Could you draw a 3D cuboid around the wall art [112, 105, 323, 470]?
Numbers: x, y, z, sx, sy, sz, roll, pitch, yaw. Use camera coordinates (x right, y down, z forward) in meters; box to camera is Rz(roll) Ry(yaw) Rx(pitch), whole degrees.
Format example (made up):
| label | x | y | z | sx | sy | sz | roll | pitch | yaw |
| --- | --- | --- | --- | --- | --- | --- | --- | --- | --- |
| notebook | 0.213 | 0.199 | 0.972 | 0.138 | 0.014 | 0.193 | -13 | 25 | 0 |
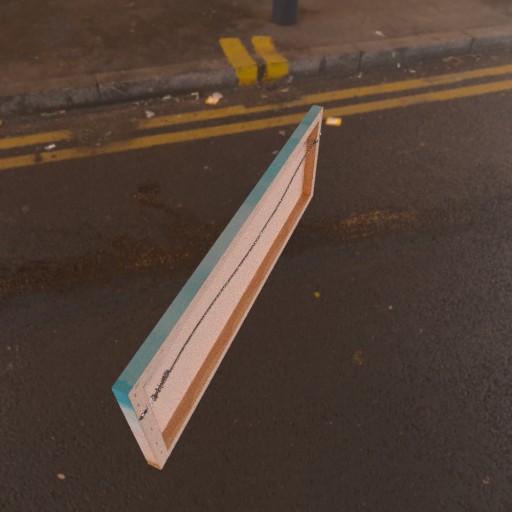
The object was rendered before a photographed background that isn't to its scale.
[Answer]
| label | x | y | z | sx | sy | sz | roll | pitch | yaw |
| --- | --- | --- | --- | --- | --- | --- | --- | --- | --- |
| wall art | 0.000 | 0.000 | 0.851 | 0.044 | 0.254 | 0.759 | 17 | 49 | 16 |
